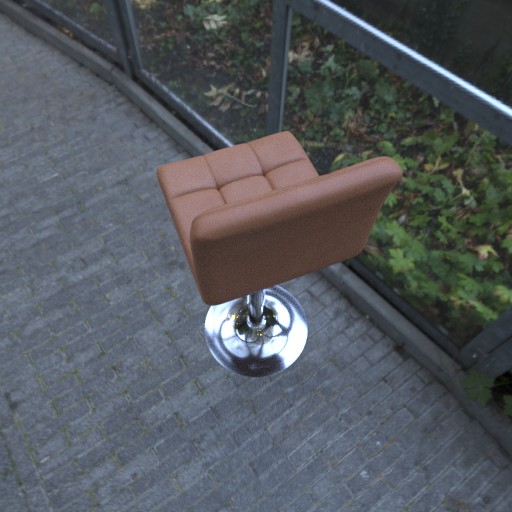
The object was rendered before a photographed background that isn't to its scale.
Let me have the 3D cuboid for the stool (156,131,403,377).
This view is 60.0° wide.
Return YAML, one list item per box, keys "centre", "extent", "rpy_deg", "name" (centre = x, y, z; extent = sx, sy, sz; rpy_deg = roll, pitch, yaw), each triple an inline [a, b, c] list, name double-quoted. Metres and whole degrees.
- centre: [0.000, 0.000, 1.365]
  extent: [0.430, 1.115, 0.505]
  rpy_deg: [-19, 60, -11]
  name: "stool"
